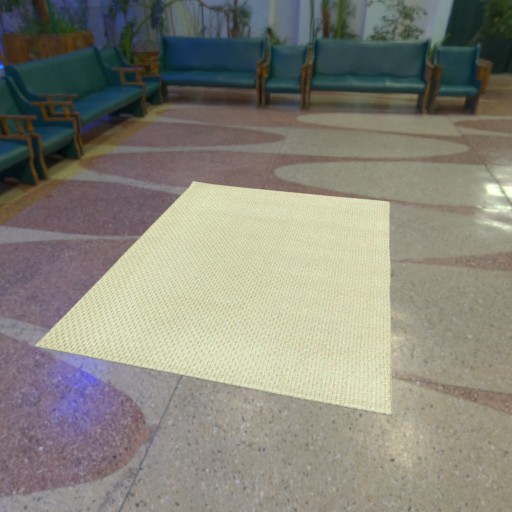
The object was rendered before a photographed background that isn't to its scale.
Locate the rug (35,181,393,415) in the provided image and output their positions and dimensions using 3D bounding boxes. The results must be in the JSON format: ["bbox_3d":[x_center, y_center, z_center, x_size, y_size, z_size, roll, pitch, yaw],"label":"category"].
[{"bbox_3d":[0.000,0.000,3.864,2.277,0.035,2.897,7,32,12],"label":"rug"}]
